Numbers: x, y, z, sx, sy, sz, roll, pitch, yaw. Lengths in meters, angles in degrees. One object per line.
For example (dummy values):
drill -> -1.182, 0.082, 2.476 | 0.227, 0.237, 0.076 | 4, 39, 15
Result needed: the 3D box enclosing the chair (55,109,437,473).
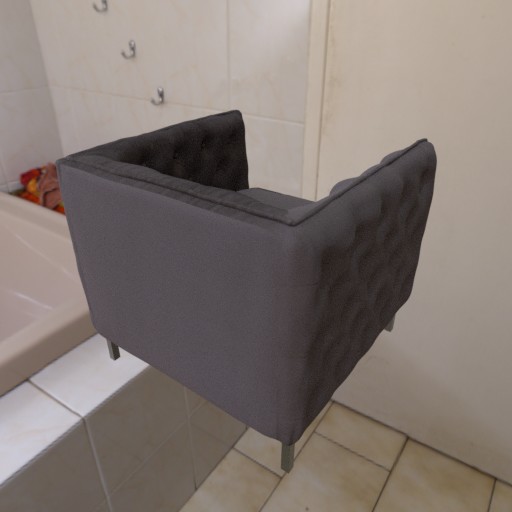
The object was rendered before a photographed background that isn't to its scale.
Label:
chair -> 0.000, 0.000, 1.594 | 0.946, 0.807, 0.913 | 20, 35, 31
